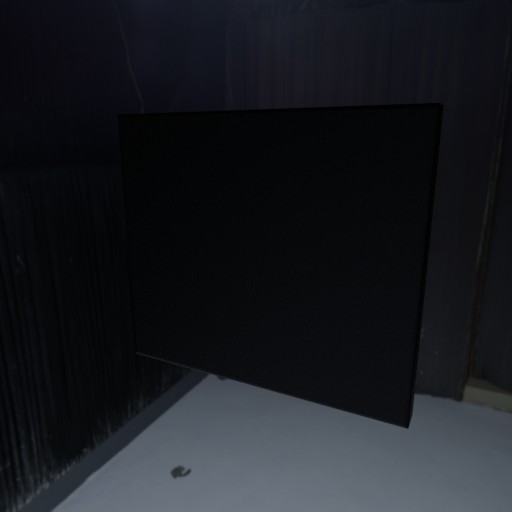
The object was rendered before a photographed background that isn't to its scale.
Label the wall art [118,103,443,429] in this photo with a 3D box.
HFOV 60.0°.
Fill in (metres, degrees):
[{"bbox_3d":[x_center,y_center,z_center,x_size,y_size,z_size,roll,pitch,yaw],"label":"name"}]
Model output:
[{"bbox_3d":[0.000,0.000,0.528,0.380,0.330,0.028,7,16,27],"label":"wall art"}]
